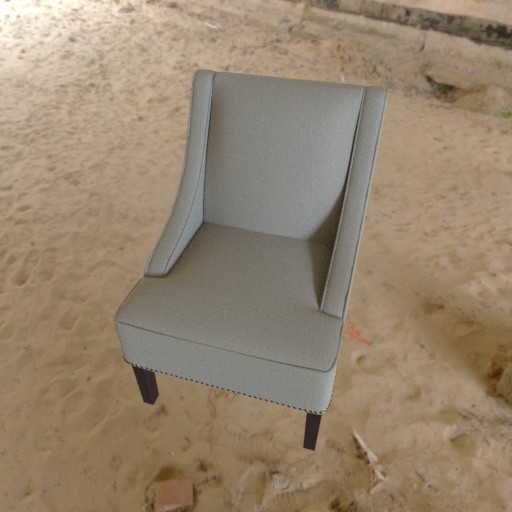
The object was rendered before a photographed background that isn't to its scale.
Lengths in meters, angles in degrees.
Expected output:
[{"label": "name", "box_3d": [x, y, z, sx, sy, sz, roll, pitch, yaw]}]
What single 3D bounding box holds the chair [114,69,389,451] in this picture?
[{"label": "chair", "box_3d": [0.000, 0.000, 1.368, 0.610, 0.864, 0.737, 11, 41, 13]}]
